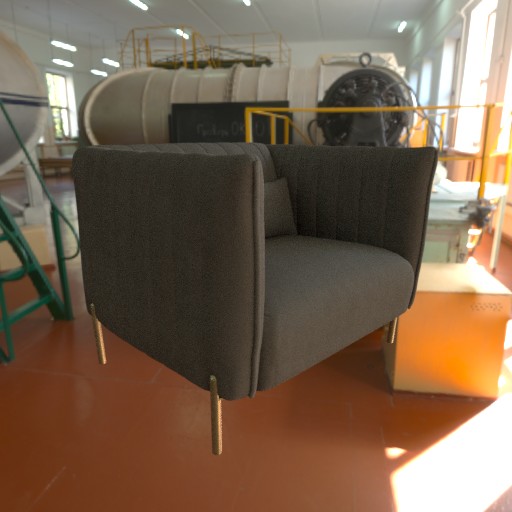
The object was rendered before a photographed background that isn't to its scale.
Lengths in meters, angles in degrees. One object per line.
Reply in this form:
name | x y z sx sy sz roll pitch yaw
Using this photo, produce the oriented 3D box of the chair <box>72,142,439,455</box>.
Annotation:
chair | 0.000 0.000 1.588 0.873 0.779 0.981 15 21 43
